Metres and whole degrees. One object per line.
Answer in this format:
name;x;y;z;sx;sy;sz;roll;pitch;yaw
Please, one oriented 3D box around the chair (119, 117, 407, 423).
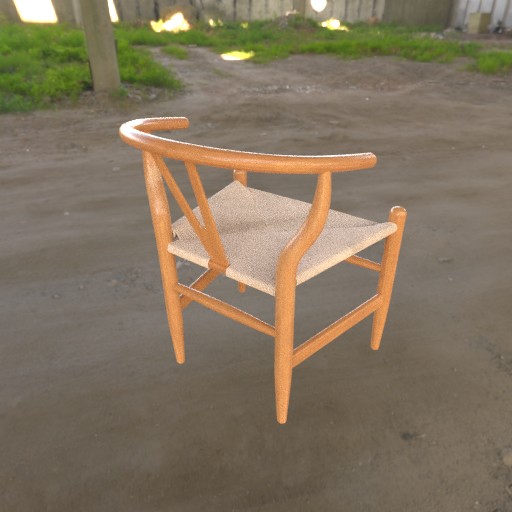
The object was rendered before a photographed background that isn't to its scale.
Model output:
chair;0.000;0.000;1.153;0.569;0.730;0.579;20;36;31
